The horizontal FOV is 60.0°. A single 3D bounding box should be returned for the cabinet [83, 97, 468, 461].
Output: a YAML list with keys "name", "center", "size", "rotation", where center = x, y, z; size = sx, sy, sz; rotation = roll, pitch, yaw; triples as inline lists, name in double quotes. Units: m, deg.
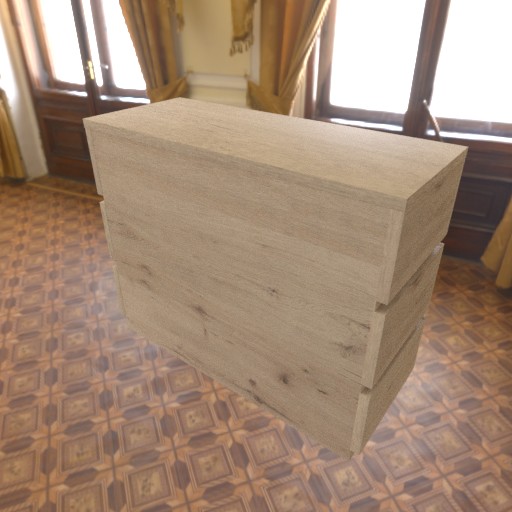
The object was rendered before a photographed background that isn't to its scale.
- name: "cabinet"
  center: [0.000, 0.000, 1.463]
  size: [1.040, 0.820, 0.420]
  rotation: [21, 37, 31]
